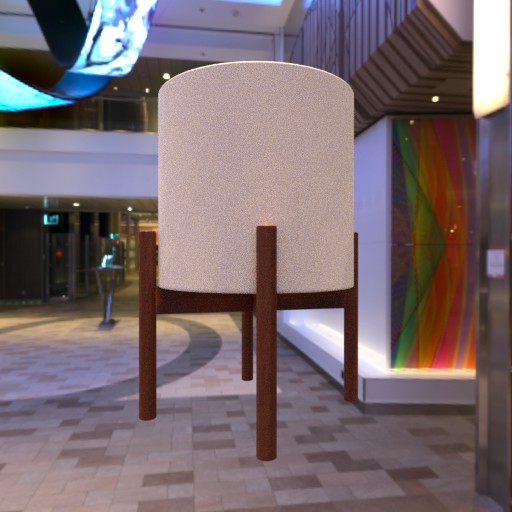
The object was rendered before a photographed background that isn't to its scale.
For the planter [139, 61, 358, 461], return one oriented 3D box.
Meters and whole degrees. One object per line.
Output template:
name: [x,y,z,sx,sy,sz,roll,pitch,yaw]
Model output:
planter: [0.000,0.000,0.969,0.417,0.670,0.417,0,0,35]
